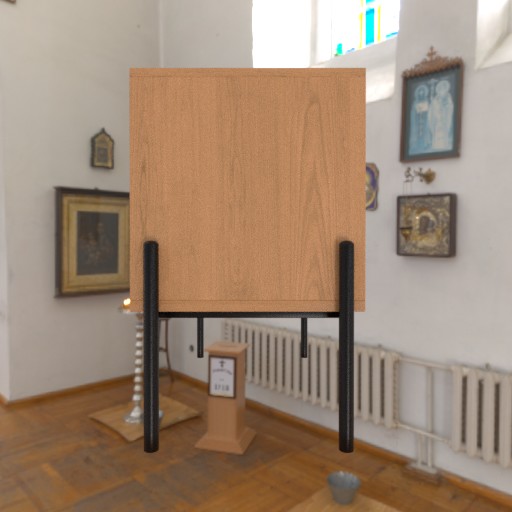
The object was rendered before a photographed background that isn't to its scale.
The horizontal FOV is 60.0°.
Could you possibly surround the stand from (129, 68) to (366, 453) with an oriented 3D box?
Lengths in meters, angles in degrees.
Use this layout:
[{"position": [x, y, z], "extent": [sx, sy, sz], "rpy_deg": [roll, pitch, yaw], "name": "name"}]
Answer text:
[{"position": [0.000, 0.000, 0.993], "extent": [0.400, 0.600, 0.630], "rpy_deg": [0, 1, 0], "name": "stand"}]
